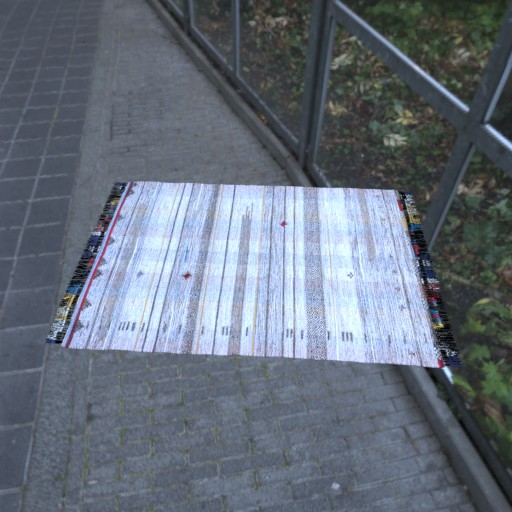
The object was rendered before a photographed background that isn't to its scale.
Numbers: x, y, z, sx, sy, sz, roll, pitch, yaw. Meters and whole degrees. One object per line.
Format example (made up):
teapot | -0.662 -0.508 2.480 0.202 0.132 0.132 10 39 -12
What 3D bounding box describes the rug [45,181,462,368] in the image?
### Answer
rug | 0.000 0.000 2.327 1.848 0.012 1.217 2 46 2
